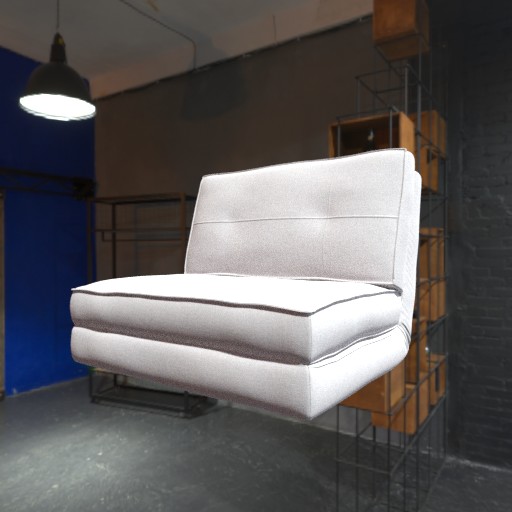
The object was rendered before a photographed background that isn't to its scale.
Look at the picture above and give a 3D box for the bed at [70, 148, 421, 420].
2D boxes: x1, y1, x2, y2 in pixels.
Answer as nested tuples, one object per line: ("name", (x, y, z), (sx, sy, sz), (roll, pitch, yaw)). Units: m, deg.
("bed", (0.000, 0.000, 1.320), (0.799, 0.614, 0.749), (0, 1, 36))
